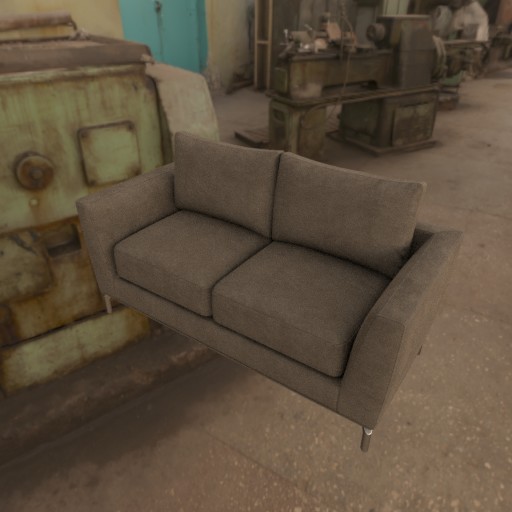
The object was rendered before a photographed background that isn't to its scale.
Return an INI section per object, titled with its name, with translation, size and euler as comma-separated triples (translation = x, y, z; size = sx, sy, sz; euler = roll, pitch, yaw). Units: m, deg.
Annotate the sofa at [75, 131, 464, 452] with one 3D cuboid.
[sofa]
translation = 0.000, 0.000, 2.362
size = 1.832, 1.013, 0.855
euler = 20, 36, 29
